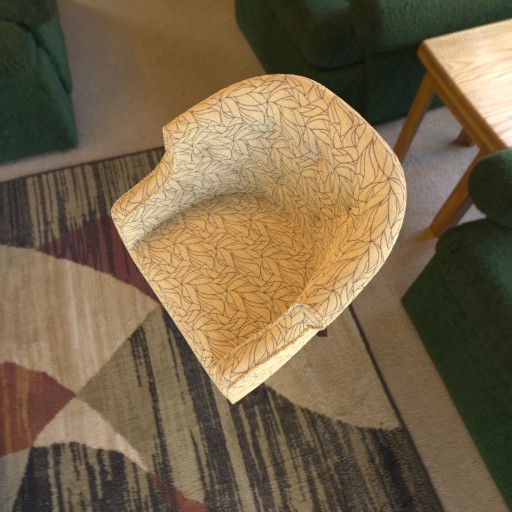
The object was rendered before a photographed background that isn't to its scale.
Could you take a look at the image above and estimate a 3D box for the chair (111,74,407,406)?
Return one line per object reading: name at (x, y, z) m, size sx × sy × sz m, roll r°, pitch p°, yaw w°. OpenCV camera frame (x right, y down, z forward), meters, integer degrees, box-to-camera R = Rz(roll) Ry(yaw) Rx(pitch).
chair at (0.000, 0.000, 1.333) m, size 0.613 × 0.858 × 0.686 m, roll -32°, pitch 67°, yaw -16°
